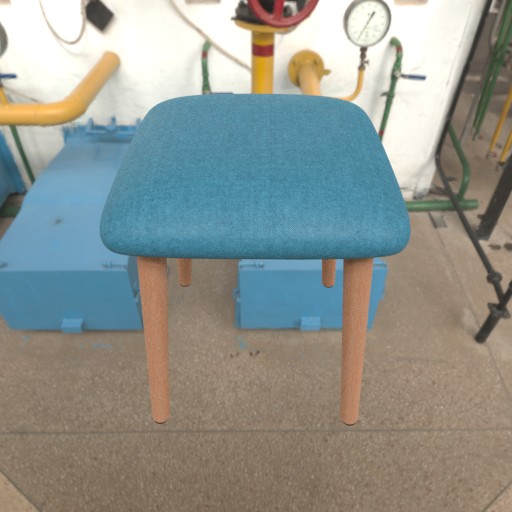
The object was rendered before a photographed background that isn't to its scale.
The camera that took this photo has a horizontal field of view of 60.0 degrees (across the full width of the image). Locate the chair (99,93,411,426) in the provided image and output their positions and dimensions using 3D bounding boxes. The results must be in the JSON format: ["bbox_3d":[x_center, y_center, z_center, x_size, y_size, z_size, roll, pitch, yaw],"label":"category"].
[{"bbox_3d":[0.000,0.000,0.715,0.360,0.450,0.360,0,42,0],"label":"chair"}]
